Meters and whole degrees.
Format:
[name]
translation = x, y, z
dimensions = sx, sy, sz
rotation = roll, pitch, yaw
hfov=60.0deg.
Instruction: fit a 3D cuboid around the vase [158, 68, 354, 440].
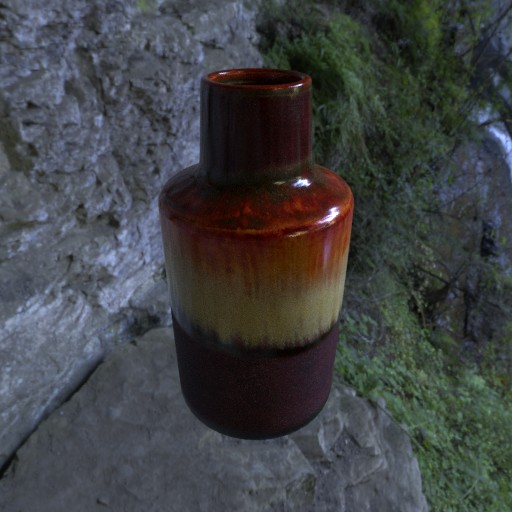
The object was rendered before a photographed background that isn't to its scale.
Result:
[vase]
translation = 0.000, 0.000, 0.267
dimensions = 0.108, 0.204, 0.108
rotation = 0, 31, 0
